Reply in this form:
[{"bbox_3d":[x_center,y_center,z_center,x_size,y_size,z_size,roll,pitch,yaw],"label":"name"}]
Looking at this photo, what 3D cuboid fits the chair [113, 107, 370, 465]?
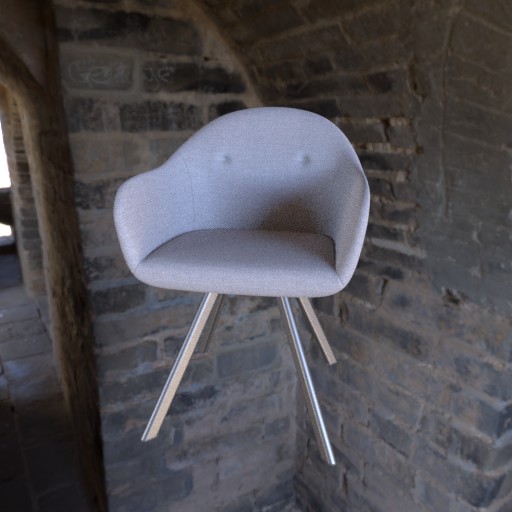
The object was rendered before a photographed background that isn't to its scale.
[{"bbox_3d":[0.000,0.000,1.180,0.540,0.780,0.570,3,16,10],"label":"chair"}]
